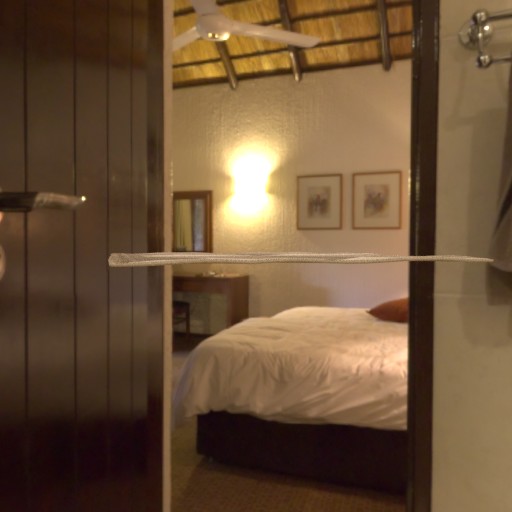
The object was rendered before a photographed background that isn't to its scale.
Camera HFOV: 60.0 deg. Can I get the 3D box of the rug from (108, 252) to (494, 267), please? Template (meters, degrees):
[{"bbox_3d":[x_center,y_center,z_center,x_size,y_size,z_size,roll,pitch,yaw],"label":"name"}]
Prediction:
[{"bbox_3d":[0.000,0.000,0.880,0.551,0.008,0.642,0,1,-18],"label":"rug"}]
